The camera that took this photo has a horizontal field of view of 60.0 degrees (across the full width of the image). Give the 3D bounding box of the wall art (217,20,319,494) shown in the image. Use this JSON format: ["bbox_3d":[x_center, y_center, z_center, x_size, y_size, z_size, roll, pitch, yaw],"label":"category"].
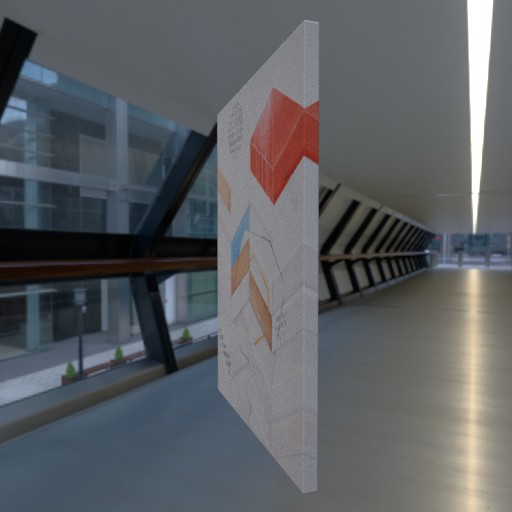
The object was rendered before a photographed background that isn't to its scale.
[{"bbox_3d":[0.000,0.000,1.085,0.036,0.848,0.613,-1,2,-19],"label":"wall art"}]
